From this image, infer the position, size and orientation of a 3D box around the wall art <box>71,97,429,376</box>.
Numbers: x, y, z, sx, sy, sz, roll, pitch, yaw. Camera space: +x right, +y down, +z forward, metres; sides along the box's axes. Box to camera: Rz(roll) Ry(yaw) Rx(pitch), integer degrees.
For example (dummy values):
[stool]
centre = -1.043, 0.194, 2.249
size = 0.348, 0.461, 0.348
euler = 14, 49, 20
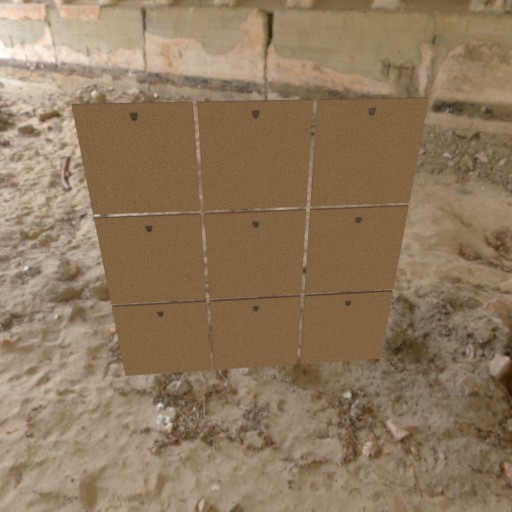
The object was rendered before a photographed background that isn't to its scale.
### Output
[wall art]
centre = 0.000, 0.000, 1.813
size = 1.221, 1.218, 0.019
euler = -3, 30, -5
